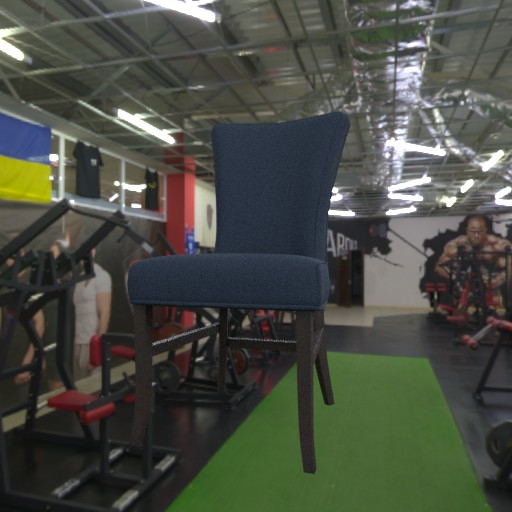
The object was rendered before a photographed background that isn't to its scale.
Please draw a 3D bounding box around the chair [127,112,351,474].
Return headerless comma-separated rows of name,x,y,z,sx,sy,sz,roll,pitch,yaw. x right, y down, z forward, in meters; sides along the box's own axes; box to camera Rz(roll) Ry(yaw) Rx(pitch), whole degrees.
chair,0.000,0.000,1.374,0.520,0.991,0.660,0,0,19
